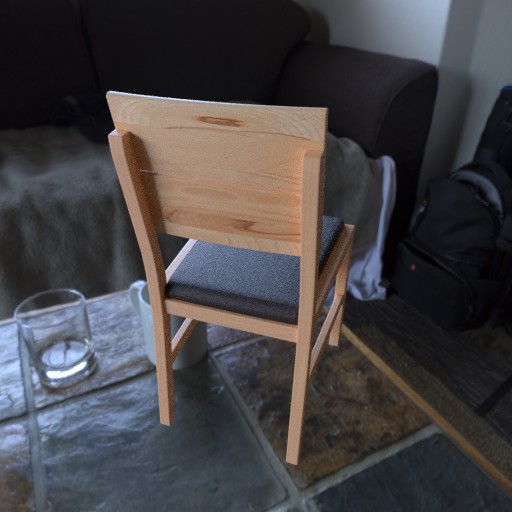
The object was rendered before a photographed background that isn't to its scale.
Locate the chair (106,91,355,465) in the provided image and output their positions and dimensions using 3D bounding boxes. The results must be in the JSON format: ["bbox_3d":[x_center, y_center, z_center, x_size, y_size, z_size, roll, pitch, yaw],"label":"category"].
[{"bbox_3d":[0.000,0.000,1.243,0.475,0.950,0.560,10,33,16],"label":"chair"}]
